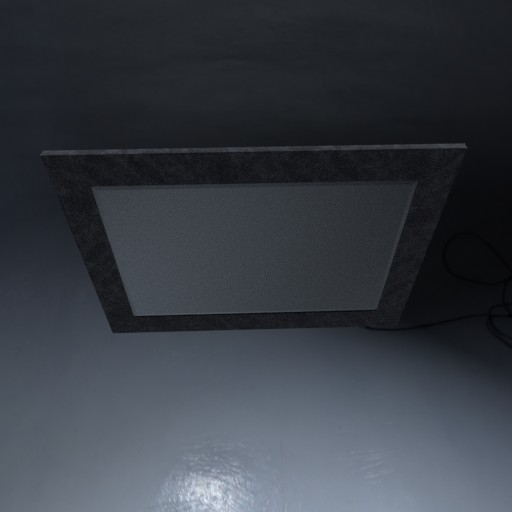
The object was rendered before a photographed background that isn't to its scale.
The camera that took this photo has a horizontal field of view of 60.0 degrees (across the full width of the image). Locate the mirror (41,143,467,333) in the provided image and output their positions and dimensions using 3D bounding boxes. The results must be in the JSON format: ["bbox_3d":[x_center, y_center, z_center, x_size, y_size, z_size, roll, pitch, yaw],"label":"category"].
[{"bbox_3d":[0.000,0.000,1.437,1.101,0.795,0.022,-1,46,-1],"label":"mirror"}]
